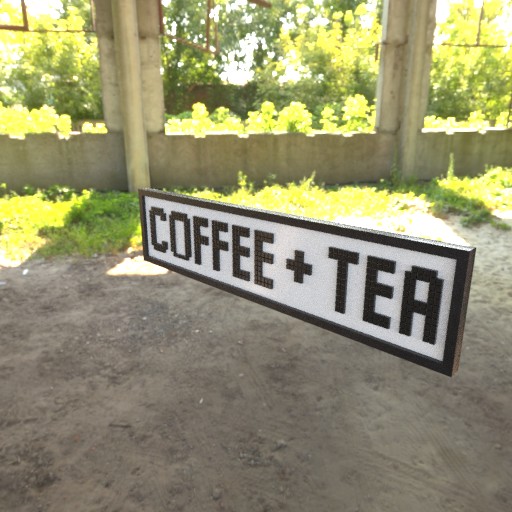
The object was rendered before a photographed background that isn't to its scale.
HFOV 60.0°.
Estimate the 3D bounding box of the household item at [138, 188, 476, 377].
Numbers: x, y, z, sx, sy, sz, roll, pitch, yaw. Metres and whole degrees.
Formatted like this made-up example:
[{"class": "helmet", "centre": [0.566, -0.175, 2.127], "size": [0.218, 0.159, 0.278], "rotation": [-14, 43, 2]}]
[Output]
[{"class": "household item", "centre": [0.000, 0.000, 1.101], "size": [1.001, 0.236, 0.030], "rotation": [16, 23, 42]}]
